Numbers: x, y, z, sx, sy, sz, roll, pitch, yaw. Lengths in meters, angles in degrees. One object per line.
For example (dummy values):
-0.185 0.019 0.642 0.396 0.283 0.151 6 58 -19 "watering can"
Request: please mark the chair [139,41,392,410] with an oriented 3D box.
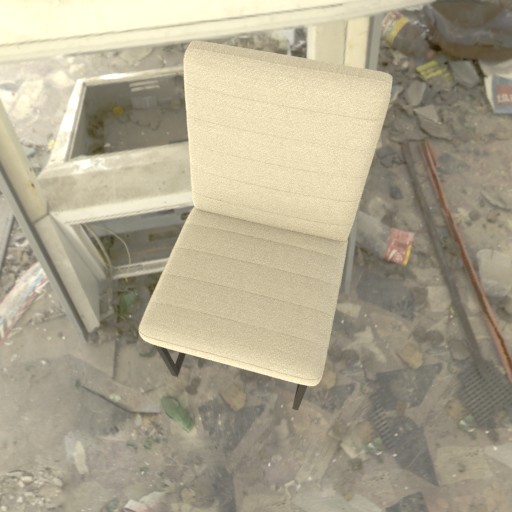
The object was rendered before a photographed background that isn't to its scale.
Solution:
0.000 0.000 1.313 0.520 0.930 0.634 13 61 8 "chair"
